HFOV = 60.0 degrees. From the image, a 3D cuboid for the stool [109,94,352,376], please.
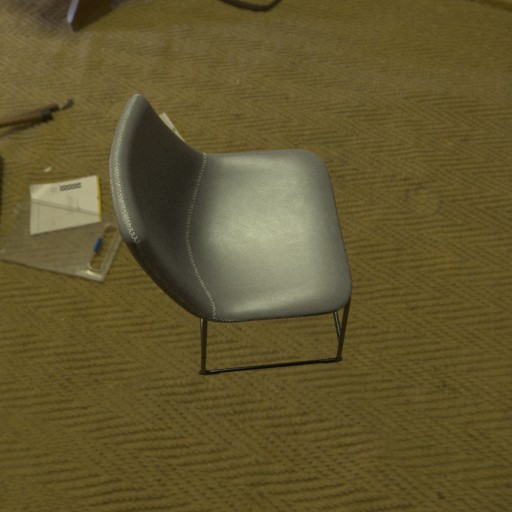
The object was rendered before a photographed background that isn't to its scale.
[{"bbox_3d":[0.000,0.000,1.204,0.546,0.876,0.470,-5,63,-3],"label":"stool"}]
